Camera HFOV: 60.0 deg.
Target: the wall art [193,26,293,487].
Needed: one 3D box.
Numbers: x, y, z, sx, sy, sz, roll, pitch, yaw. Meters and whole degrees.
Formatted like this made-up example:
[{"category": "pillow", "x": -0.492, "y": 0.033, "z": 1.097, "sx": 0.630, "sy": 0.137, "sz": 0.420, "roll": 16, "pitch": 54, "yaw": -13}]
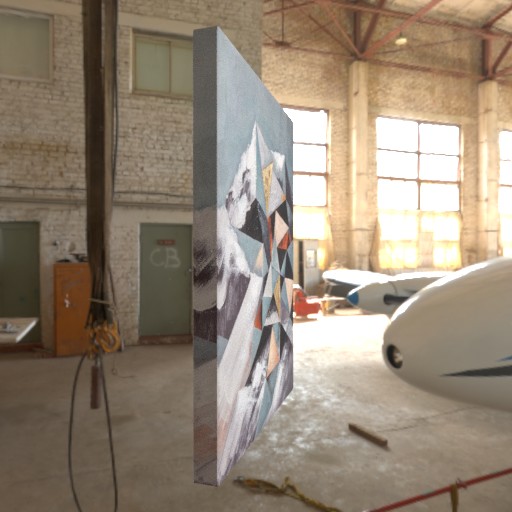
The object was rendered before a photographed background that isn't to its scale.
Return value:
[{"category": "wall art", "x": 0.000, "y": 0.000, "z": 0.807, "sx": 0.037, "sy": 0.613, "sz": 0.455, "roll": 0, "pitch": 0, "yaw": 18}]
